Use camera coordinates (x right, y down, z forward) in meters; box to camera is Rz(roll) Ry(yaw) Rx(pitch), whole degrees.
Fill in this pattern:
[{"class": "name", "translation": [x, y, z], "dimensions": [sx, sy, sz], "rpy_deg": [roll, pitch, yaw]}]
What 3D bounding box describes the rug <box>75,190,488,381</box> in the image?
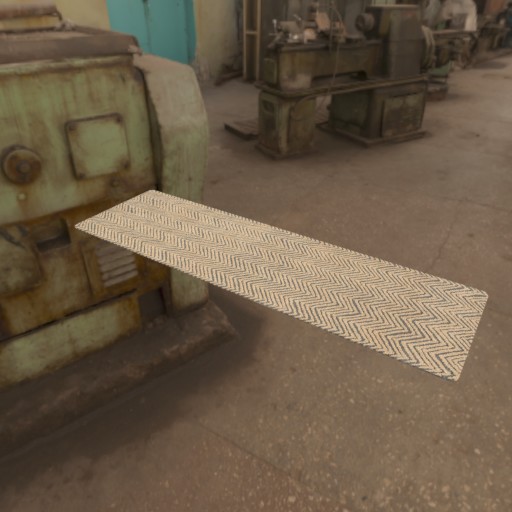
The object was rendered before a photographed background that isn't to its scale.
[{"class": "rug", "translation": [0.000, 0.000, 2.464], "dimensions": [2.286, 0.008, 0.686], "rpy_deg": [19, 37, 28]}]
